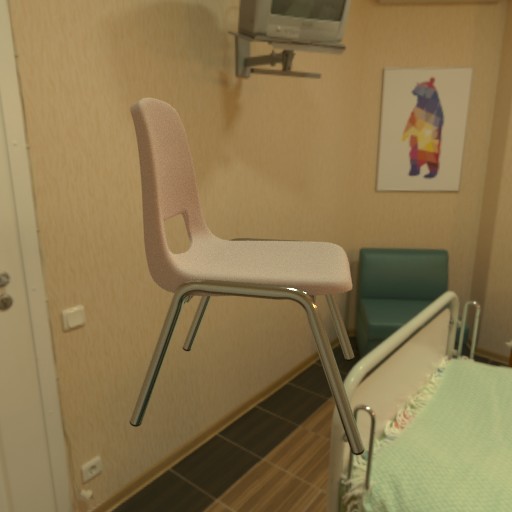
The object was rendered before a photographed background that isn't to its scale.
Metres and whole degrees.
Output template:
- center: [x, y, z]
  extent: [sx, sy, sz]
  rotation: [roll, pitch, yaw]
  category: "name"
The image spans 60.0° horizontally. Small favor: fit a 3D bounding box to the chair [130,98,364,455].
- center: [0.000, 0.000, 0.865]
  extent: [0.423, 0.586, 0.354]
  rotation: [2, 15, 9]
  category: "chair"
